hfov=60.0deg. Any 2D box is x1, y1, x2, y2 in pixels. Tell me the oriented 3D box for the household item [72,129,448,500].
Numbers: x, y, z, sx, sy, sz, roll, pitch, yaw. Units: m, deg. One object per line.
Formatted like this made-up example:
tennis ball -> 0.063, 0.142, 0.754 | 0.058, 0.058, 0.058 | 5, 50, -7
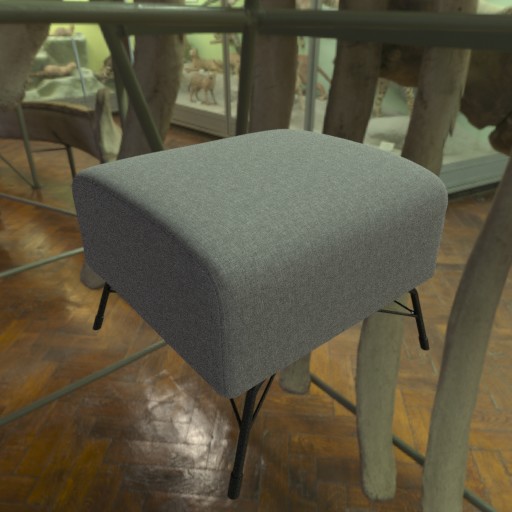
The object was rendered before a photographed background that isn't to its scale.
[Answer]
household item -> 0.000, 0.000, 0.875 | 0.530, 0.410, 0.530 | -22, 36, -34
